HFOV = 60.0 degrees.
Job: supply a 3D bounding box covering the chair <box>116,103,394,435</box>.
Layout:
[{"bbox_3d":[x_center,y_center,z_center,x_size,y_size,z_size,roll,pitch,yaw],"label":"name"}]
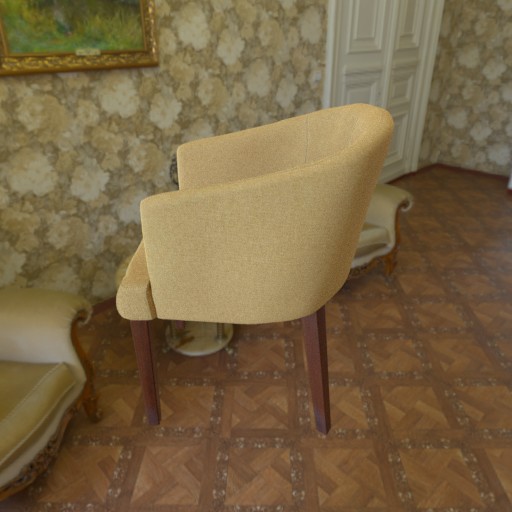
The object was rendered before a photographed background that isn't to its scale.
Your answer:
[{"bbox_3d":[0.000,0.000,1.265,0.655,0.811,0.583,0,26,0],"label":"chair"}]
